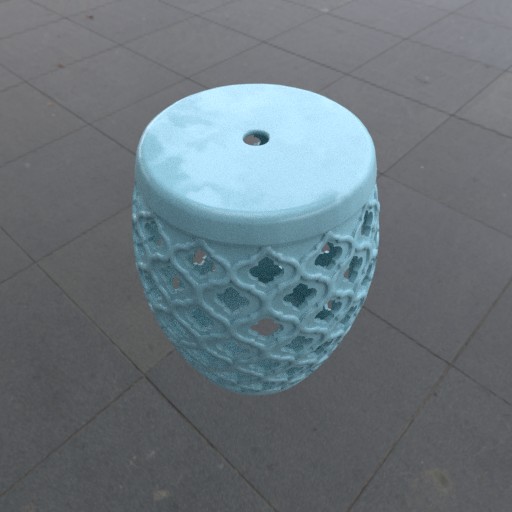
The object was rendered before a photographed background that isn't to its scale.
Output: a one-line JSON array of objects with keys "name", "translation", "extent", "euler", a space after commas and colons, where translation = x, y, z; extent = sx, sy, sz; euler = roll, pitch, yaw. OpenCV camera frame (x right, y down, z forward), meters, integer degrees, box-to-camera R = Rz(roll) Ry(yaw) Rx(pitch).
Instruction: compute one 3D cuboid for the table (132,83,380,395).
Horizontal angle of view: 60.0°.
[{"name": "table", "translation": [0.000, 0.000, 0.631], "extent": [0.325, 0.388, 0.325], "euler": [0, 48, 0]}]
